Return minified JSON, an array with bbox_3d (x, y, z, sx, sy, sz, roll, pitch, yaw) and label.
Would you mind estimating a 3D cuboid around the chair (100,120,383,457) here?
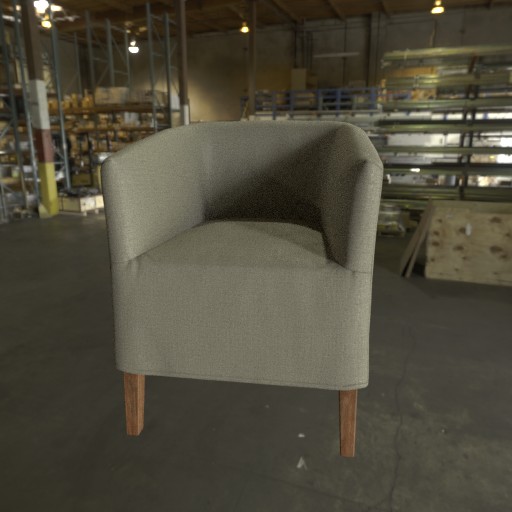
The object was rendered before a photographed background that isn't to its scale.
[{"bbox_3d":[0.000,0.000,1.263,0.600,0.771,0.668,2,14,8],"label":"chair"}]
